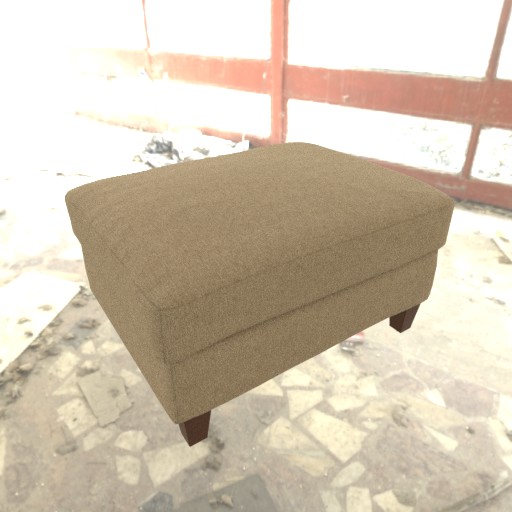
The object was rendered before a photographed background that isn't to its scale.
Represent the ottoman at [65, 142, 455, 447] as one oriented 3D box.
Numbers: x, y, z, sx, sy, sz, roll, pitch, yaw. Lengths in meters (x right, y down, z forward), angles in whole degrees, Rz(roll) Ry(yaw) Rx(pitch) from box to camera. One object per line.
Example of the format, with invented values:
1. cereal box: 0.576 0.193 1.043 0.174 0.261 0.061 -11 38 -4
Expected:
1. ottoman: 0.000 0.000 1.319 0.889 0.511 0.692 -19 35 -29
